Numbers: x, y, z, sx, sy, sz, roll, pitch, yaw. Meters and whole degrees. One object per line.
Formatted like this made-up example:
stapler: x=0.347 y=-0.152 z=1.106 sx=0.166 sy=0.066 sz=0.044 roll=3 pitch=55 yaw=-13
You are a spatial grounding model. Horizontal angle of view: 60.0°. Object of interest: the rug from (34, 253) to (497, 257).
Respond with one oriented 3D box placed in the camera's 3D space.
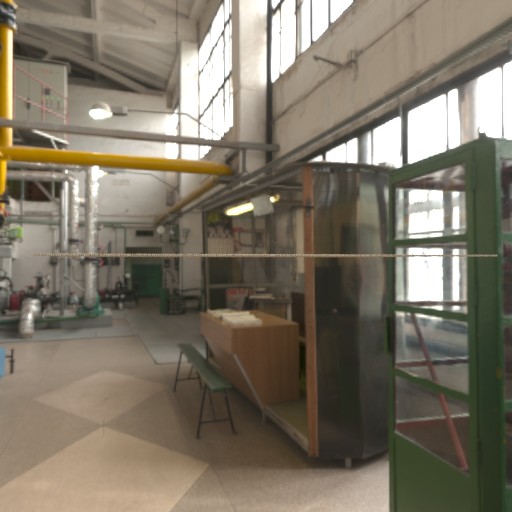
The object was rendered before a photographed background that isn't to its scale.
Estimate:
rug: x=0.000 y=0.000 z=2.126 sx=1.752 sy=0.006 sz=1.142 roll=0 pitch=0 yaw=-18
